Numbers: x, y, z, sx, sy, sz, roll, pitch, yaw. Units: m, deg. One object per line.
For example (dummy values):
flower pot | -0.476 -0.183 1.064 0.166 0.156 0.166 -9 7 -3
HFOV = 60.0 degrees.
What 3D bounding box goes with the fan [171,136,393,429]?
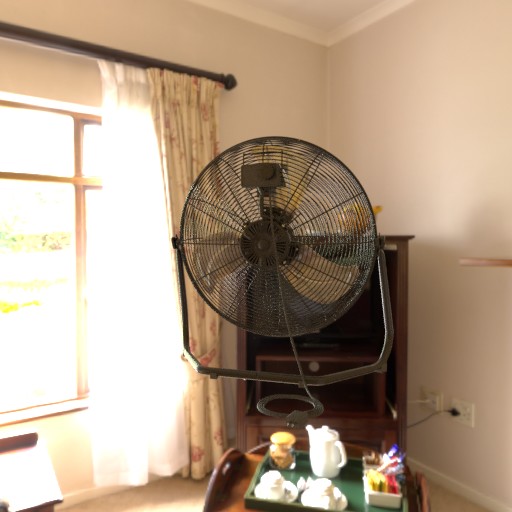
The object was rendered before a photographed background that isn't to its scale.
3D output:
fan | 0.000 0.000 0.938 0.555 0.546 0.424 0 1 18
